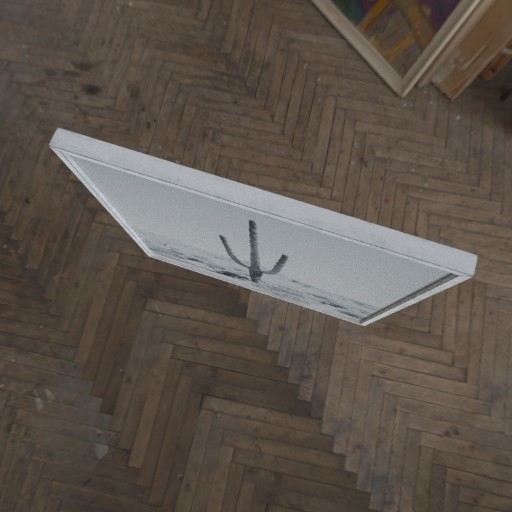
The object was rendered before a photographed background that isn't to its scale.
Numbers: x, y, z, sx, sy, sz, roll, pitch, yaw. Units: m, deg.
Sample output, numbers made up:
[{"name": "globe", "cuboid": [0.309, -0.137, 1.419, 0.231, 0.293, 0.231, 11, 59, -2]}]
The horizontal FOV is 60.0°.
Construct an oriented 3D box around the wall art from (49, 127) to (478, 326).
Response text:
[{"name": "wall art", "cuboid": [0.000, 0.000, 1.126, 0.762, 0.762, 0.038, 18, 76, 5]}]
